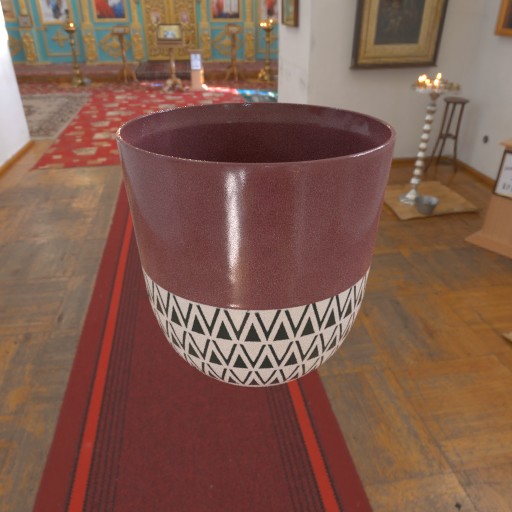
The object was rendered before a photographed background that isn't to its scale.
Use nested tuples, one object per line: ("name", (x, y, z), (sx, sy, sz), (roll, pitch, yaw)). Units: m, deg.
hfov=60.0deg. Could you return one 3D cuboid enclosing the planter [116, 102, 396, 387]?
("planter", (0.000, 0.000, 0.369), (0.195, 0.214, 0.195), (0, 28, 0))
